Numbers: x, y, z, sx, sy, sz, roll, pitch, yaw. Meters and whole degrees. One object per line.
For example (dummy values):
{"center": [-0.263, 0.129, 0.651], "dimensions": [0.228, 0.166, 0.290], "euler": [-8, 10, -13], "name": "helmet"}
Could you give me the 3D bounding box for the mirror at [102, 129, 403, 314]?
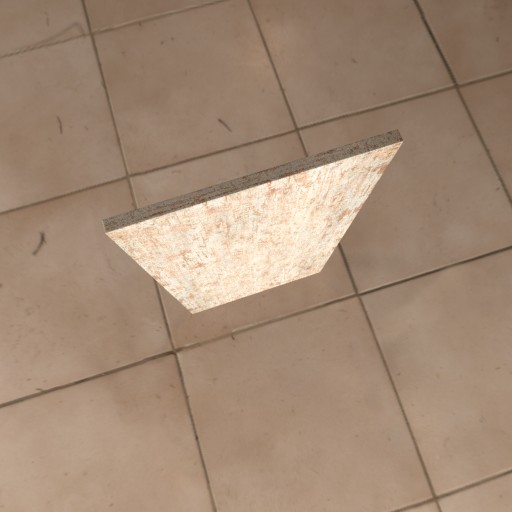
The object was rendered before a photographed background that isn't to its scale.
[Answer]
{"center": [0.000, 0.000, 1.114], "dimensions": [0.472, 0.922, 0.027], "euler": [-18, 76, -5], "name": "mirror"}
